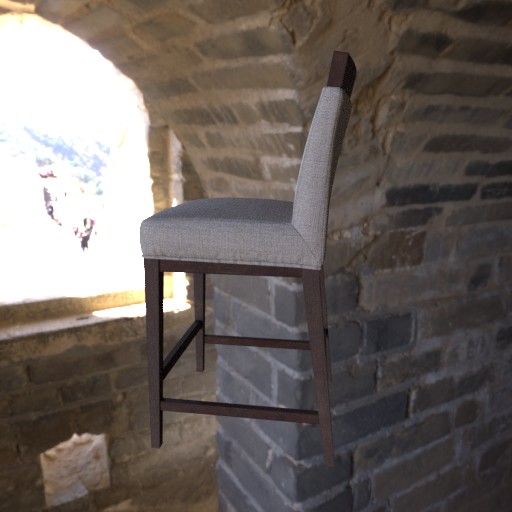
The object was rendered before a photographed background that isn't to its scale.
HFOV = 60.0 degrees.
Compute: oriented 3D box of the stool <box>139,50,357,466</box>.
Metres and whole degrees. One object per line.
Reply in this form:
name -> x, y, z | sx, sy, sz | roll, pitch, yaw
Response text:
stool -> 0.000, 0.000, 1.312 | 0.531, 1.009, 0.512 | 2, 13, 9
